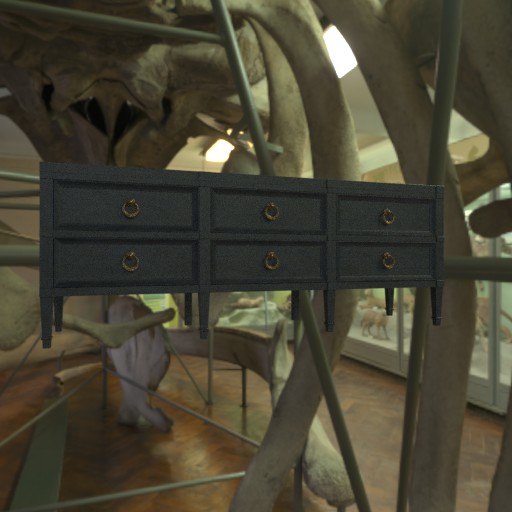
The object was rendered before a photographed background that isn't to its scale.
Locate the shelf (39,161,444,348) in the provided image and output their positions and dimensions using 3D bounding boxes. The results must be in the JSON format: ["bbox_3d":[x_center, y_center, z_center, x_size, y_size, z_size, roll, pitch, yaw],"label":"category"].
[{"bbox_3d":[0.000,0.000,2.189,1.878,0.715,0.471,0,0,-18],"label":"shelf"}]
